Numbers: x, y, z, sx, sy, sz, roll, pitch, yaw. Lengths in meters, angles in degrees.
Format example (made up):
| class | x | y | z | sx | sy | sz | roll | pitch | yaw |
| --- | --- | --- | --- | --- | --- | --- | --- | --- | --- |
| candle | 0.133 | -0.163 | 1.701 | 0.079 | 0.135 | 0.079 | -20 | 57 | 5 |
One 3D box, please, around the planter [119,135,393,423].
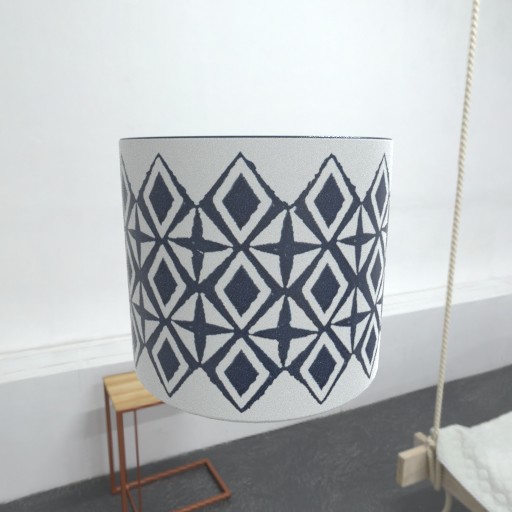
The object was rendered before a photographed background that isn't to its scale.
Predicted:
| class | x | y | z | sx | sy | sz | roll | pitch | yaw |
| --- | --- | --- | --- | --- | --- | --- | --- | --- | --- |
| planter | 0.000 | 0.000 | 0.323 | 0.182 | 0.165 | 0.182 | 0 | 14 | 0 |
